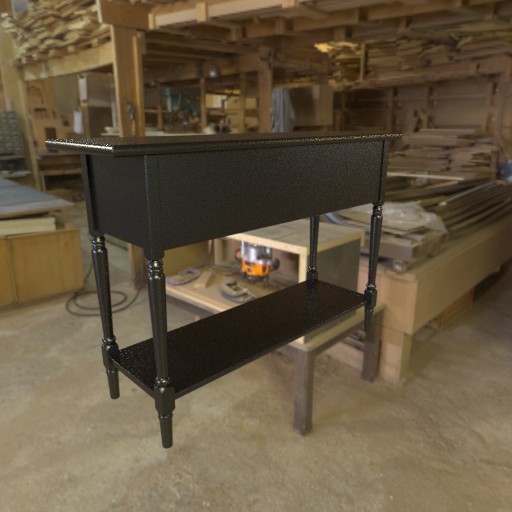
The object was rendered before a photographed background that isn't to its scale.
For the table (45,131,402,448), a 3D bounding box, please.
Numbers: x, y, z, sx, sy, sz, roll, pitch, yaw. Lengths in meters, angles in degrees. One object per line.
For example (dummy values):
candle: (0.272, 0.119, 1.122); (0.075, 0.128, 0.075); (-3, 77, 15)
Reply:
table: (0.000, 0.000, 1.561); (1.191, 0.819, 0.386); (-16, 23, -41)
